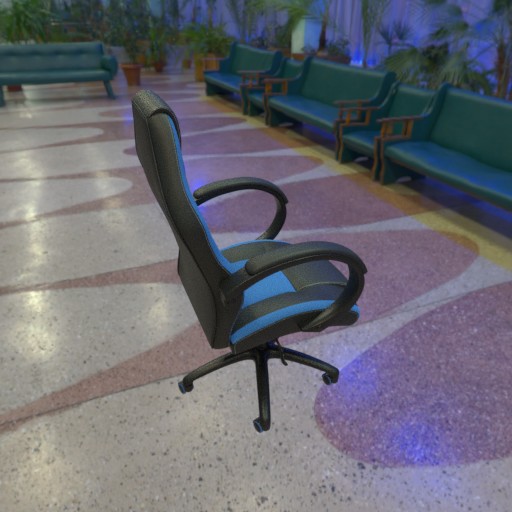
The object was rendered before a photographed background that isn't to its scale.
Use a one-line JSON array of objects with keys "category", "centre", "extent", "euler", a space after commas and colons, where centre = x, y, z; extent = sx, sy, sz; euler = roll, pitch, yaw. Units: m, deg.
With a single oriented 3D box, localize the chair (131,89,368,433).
[{"category": "chair", "centre": [0.000, 0.000, 1.643], "extent": [0.724, 1.187, 0.673], "euler": [-11, 33, -19]}]
